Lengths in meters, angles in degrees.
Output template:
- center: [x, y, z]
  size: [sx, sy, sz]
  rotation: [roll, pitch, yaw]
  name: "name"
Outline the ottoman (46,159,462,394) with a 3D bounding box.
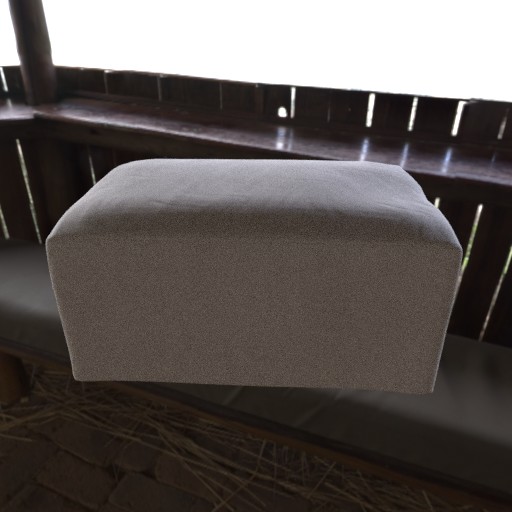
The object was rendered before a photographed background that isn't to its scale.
- center: [0.000, 0.000, 1.191]
  size: [0.872, 0.444, 0.590]
  rotation: [1, 29, 2]
  name: "ottoman"
